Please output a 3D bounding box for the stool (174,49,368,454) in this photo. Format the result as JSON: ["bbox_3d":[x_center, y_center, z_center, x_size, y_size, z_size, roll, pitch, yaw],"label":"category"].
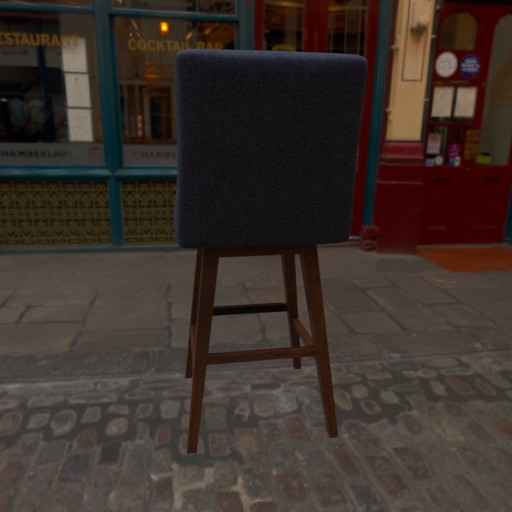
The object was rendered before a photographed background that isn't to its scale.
[{"bbox_3d":[0.000,0.000,1.360,0.489,1.068,0.572,-2,14,-9],"label":"stool"}]
